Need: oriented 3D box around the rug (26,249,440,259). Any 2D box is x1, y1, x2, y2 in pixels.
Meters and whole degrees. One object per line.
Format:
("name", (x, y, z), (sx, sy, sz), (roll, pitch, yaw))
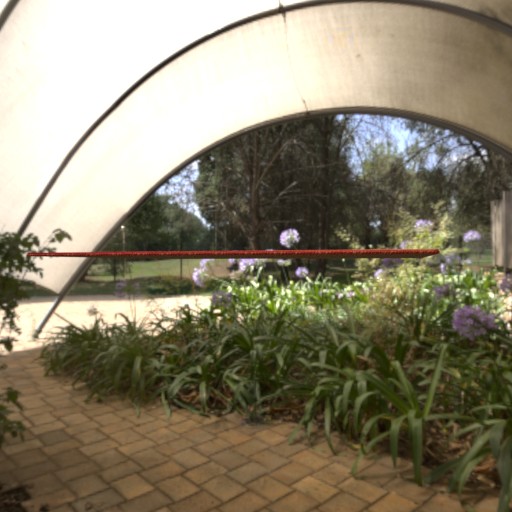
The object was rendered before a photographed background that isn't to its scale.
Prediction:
("rug", (0.000, 0.000, 3.998), (2.905, 0.028, 2.340), (0, -1, 18))
